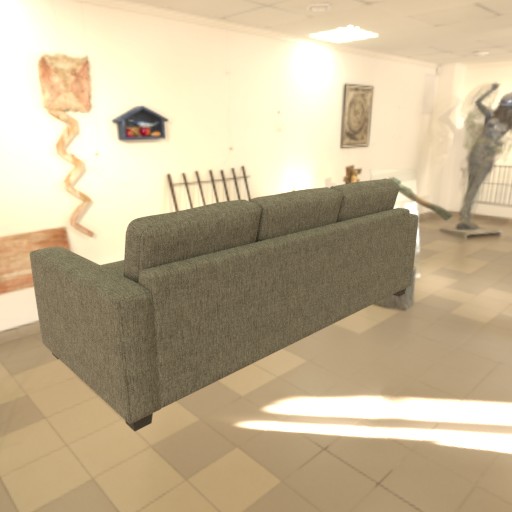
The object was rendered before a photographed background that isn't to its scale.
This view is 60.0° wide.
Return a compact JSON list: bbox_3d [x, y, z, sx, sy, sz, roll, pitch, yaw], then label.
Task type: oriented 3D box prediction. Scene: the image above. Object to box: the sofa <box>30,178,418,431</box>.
[{"bbox_3d":[0.000,0.000,2.550,2.160,0.800,0.900,-15,22,-42],"label":"sofa"}]
